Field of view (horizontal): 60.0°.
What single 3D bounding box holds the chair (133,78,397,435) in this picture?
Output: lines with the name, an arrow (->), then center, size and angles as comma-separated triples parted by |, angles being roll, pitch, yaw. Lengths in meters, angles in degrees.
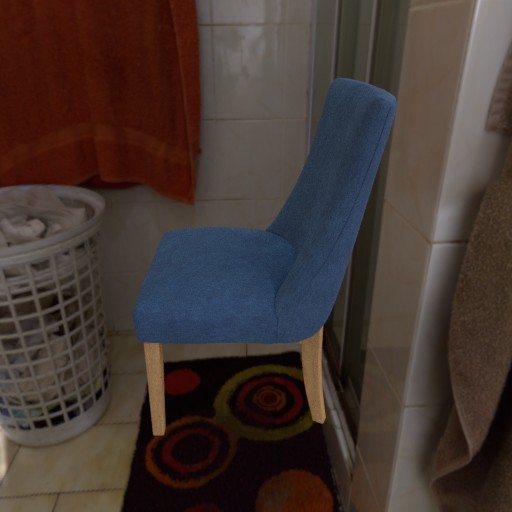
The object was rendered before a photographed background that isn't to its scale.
chair -> 0.000, 0.000, 1.245 | 0.609, 0.902, 0.495 | -1, 26, -1
